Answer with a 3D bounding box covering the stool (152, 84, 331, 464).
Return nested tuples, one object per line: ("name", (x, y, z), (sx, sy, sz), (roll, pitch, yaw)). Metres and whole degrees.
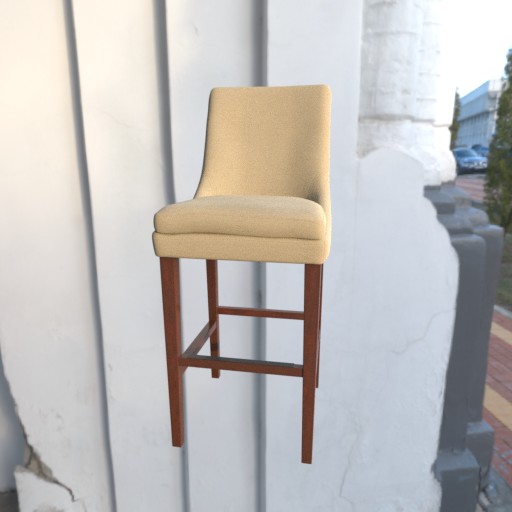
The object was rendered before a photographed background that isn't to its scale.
("stool", (0.000, 0.000, 1.412), (0.470, 1.078, 0.577), (3, 14, 10))
